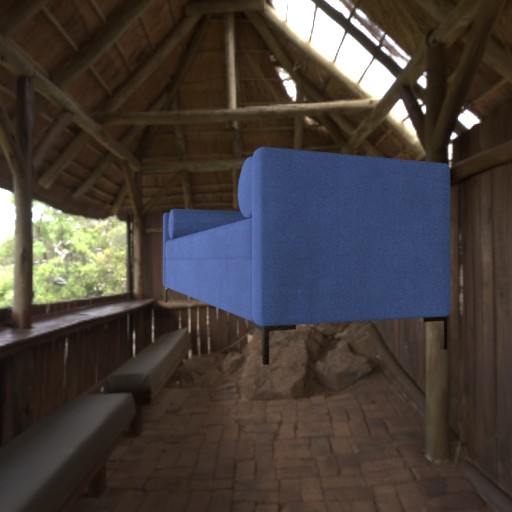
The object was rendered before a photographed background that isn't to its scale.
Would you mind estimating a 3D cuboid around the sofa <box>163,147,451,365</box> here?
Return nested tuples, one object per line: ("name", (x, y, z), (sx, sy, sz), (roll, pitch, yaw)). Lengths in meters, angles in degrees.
("sofa", (0.000, 0.000, 2.292), (0.686, 0.635, 1.981), (0, -1, -20))
